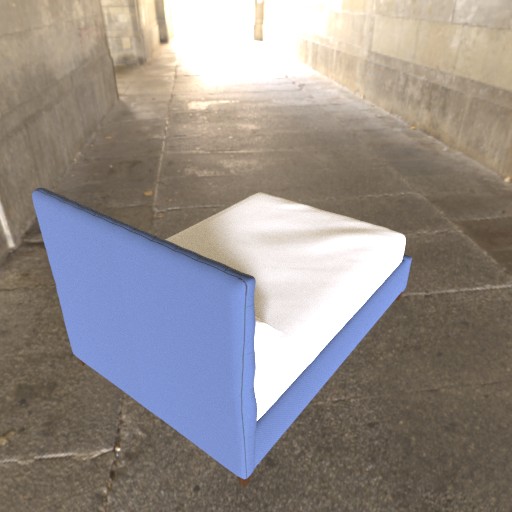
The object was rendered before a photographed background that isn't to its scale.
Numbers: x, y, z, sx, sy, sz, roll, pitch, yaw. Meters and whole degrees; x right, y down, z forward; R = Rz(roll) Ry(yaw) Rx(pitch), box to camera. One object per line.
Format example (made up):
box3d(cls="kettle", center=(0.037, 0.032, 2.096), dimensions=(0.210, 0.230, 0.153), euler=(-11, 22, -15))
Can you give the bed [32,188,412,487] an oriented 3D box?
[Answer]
box3d(cls="bed", center=(0.000, 0.000, 3.422), dimensions=(1.706, 1.427, 2.387), euler=(21, 37, 32))
